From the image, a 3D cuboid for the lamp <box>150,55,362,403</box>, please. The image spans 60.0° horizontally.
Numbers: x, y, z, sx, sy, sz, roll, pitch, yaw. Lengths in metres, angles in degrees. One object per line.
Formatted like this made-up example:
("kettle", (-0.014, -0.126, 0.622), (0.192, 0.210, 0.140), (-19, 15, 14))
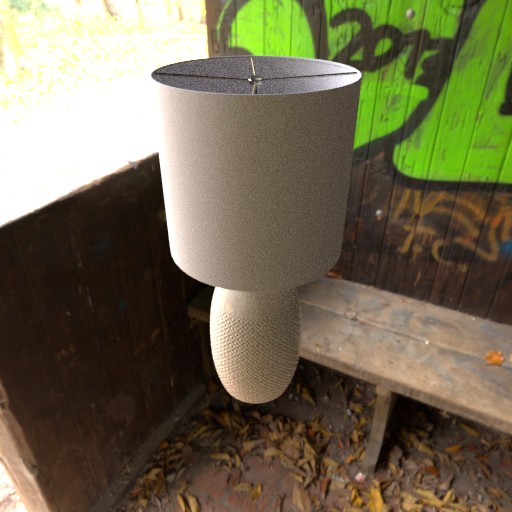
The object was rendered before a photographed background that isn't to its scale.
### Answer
("lamp", (0.000, 0.000, 0.580), (0.217, 0.453, 0.217), (0, 32, -1))
